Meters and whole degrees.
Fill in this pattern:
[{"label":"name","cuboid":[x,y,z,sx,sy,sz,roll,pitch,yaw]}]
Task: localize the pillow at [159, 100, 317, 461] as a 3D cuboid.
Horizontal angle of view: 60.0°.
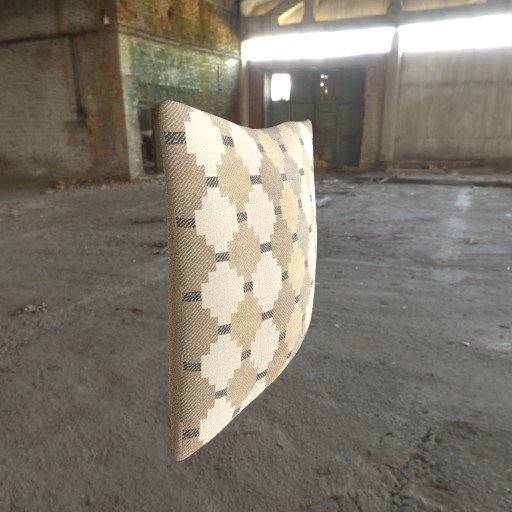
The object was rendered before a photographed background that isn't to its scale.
[{"label":"pillow","cuboid":[0.000,0.000,0.883,0.192,0.558,0.578,8,18,25]}]
